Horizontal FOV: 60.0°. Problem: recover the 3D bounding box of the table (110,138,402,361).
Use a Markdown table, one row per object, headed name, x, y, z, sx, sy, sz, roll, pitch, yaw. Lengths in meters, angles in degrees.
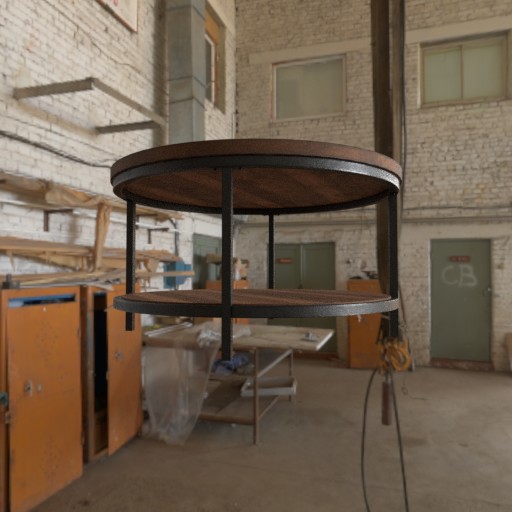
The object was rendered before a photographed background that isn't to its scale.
| name | x | y | z | sx | sy | sz | roll | pitch | yaw |
| --- | --- | --- | --- | --- | --- | --- | --- | --- | --- |
| table | 0.000 | 0.000 | 1.333 | 0.837 | 0.462 | 0.837 | 0 | -2 | 0 |
